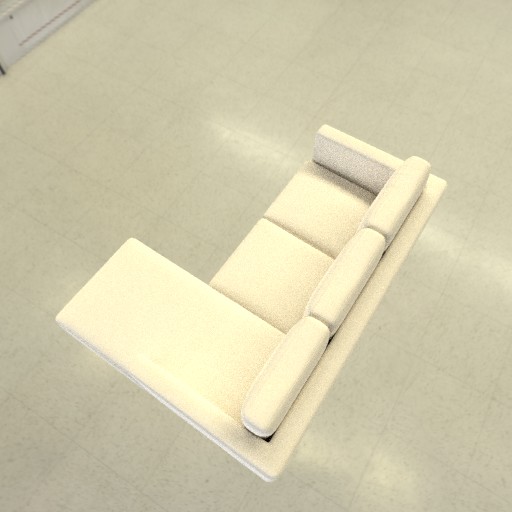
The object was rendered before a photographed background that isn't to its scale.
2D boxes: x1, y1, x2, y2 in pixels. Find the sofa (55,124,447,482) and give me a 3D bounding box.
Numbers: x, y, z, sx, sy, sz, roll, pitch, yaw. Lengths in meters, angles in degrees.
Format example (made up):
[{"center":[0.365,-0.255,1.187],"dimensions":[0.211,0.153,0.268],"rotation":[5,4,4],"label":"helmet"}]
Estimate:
[{"center":[0.000,0.000,2.790],"dimensions":[1.580,0.899,2.029],"rotation":[31,66,15],"label":"sofa"}]
